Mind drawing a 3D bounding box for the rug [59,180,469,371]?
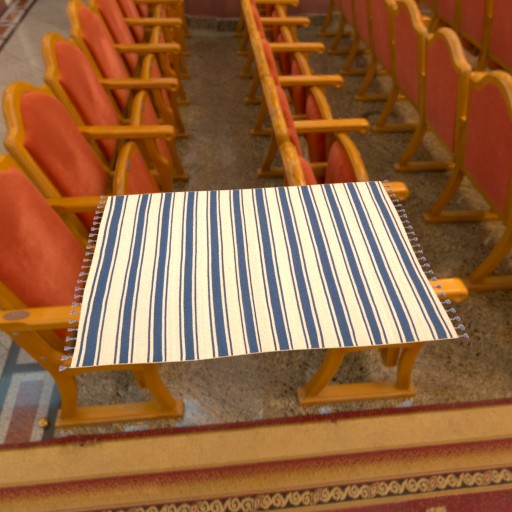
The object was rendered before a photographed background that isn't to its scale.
[{"bbox_3d":[0.000,0.000,2.991,2.315,0.010,1.544,-4,45,-4],"label":"rug"}]
